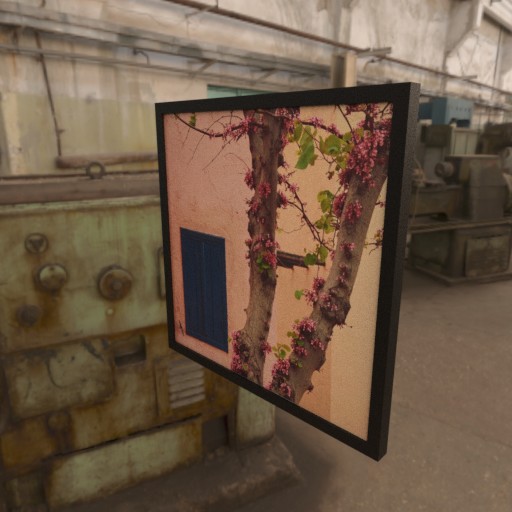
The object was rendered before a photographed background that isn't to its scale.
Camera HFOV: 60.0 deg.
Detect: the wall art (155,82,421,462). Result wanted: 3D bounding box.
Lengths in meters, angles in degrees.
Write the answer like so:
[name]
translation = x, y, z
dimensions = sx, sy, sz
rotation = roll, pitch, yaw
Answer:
[wall art]
translation = 0.000, 0.000, 1.115
dimensions = 0.762, 0.762, 0.038
rotation = 14, 21, 42
